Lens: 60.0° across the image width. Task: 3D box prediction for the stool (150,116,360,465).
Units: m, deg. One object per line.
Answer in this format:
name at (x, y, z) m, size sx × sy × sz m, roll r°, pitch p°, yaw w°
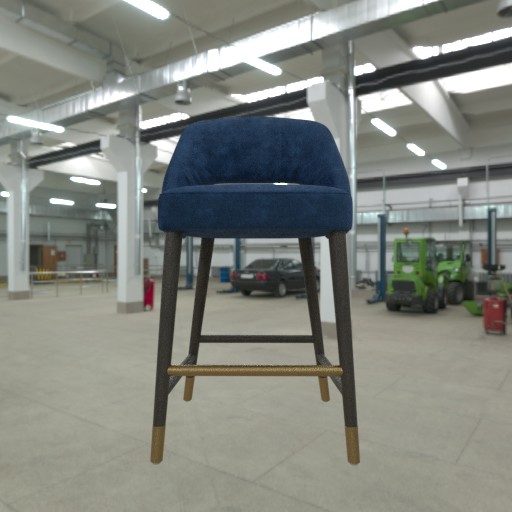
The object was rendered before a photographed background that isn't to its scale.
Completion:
stool at (0.000, 0.000, 1.237) m, size 0.536 × 0.925 × 0.524 m, roll 0°, pitch 0°, yaw 1°
